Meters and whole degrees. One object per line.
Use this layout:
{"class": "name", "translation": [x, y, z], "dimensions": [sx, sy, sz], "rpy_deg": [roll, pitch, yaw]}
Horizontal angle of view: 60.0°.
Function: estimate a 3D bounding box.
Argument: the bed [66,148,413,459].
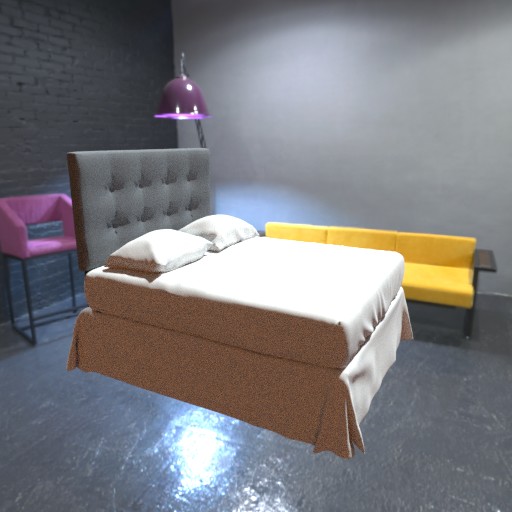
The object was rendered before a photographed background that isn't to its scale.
{"class": "bed", "translation": [0.000, 0.000, 3.414], "dimensions": [2.222, 1.577, 1.936], "rpy_deg": [8, 17, 27]}
